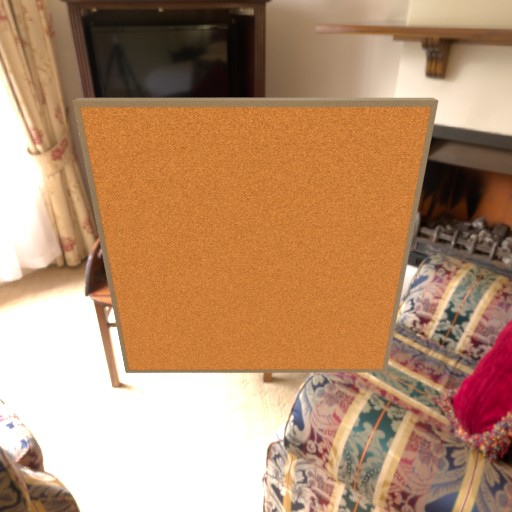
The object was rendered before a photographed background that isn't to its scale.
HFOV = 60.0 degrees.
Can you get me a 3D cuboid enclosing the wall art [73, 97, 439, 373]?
[{"bbox_3d":[0.000,0.000,1.192,0.809,0.807,0.038,0,29,0],"label":"wall art"}]
